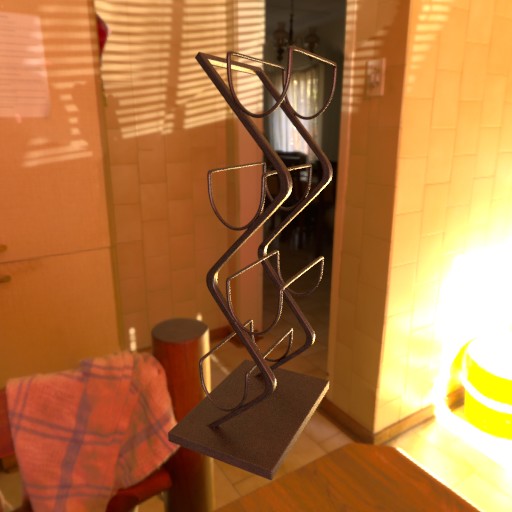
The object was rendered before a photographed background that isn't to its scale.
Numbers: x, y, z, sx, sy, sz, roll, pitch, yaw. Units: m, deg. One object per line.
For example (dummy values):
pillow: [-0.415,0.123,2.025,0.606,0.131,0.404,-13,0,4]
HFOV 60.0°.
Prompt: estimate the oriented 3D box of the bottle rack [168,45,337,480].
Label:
bottle rack: [0.000,0.000,0.682,0.178,0.559,0.254,8,18,26]
